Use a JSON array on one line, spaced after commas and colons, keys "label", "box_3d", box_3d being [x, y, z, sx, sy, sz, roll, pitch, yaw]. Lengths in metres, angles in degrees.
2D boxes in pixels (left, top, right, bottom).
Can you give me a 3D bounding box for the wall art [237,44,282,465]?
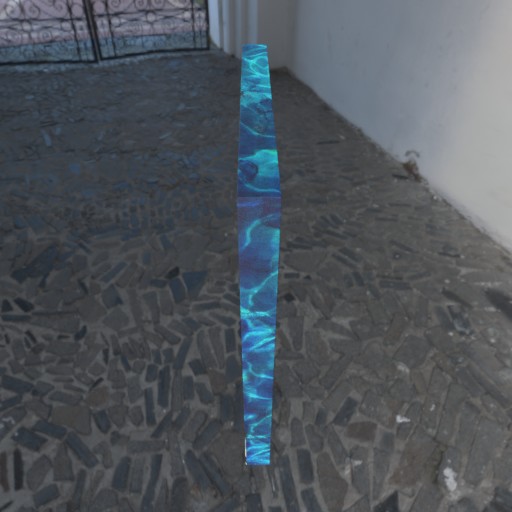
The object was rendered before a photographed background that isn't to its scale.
[{"label": "wall art", "box_3d": [0.000, 0.000, 0.702, 0.038, 0.508, 0.432, 0, 41, -1]}]
